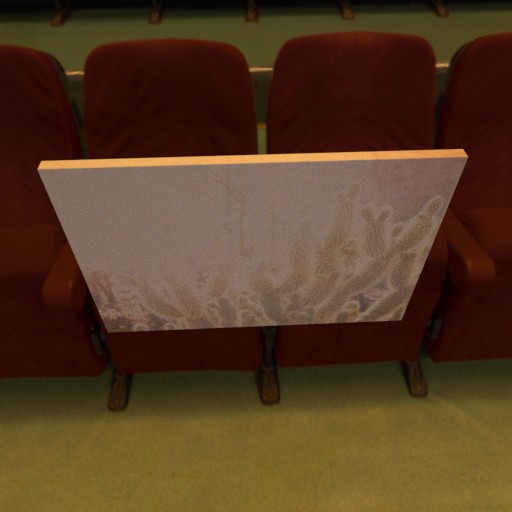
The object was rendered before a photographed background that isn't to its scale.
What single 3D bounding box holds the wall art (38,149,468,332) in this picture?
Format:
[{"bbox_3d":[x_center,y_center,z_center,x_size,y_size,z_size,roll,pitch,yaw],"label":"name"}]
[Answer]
[{"bbox_3d":[0.000,0.000,1.461,1.142,0.758,0.041,-2,47,-2],"label":"wall art"}]
